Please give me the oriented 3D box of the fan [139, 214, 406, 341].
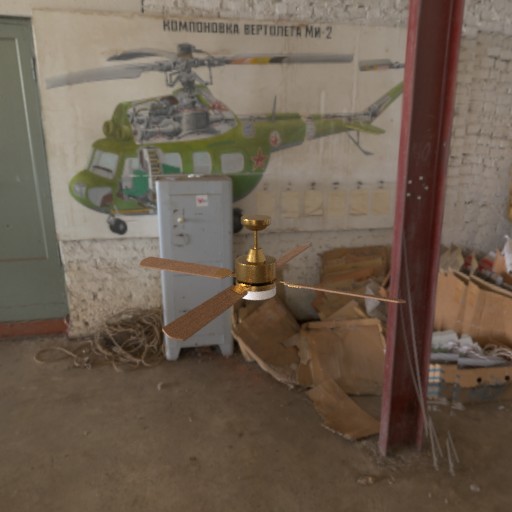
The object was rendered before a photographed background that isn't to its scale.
[{"bbox_3d":[0.000,0.000,2.006,1.320,0.355,1.320,8,18,25],"label":"fan"}]
